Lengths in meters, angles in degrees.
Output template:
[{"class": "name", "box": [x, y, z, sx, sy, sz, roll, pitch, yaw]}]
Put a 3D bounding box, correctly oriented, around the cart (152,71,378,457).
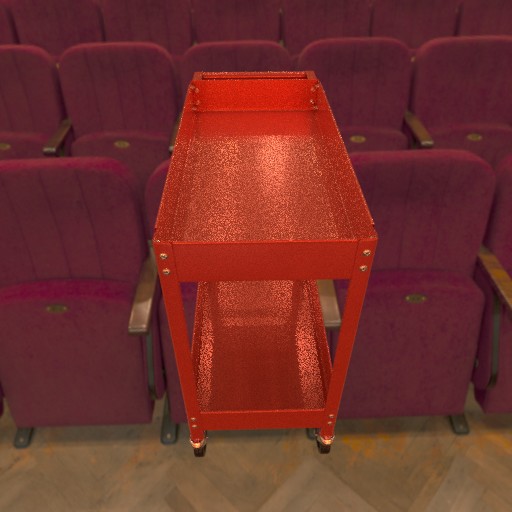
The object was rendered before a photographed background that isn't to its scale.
[{"class": "cart", "box": [0.000, 0.000, 1.174, 0.366, 0.719, 0.779, -1, 41, -1]}]
